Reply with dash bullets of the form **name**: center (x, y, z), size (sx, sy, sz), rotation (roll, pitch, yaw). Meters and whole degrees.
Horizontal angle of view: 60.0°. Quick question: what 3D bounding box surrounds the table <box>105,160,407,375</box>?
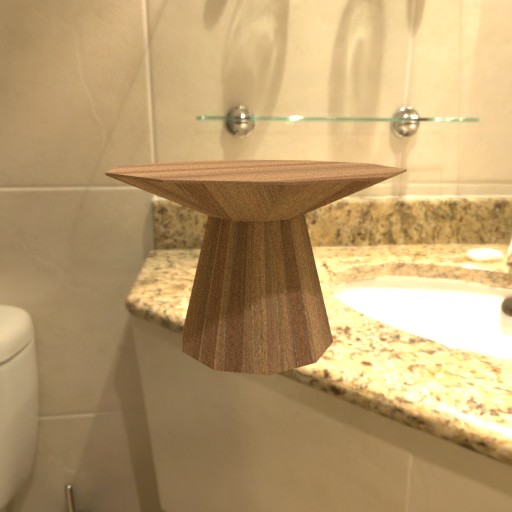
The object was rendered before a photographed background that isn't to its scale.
- **table**: center (0.000, 0.000, 1.914), size (1.186, 0.752, 1.186), rotation (0, 15, 0)
